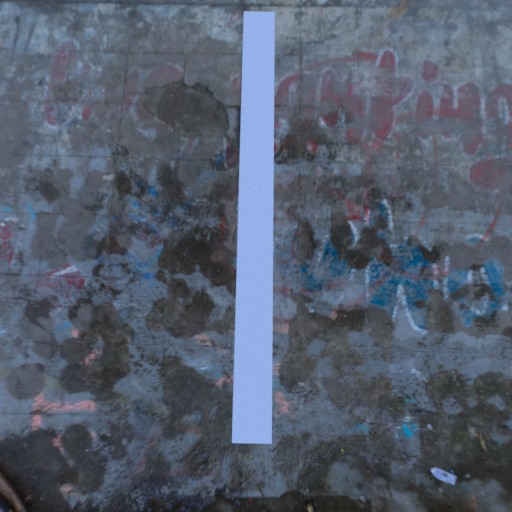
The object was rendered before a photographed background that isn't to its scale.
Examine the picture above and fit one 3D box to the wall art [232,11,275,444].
[{"bbox_3d":[0.000,0.000,0.519,0.027,0.355,0.355,1,76,0],"label":"wall art"}]
